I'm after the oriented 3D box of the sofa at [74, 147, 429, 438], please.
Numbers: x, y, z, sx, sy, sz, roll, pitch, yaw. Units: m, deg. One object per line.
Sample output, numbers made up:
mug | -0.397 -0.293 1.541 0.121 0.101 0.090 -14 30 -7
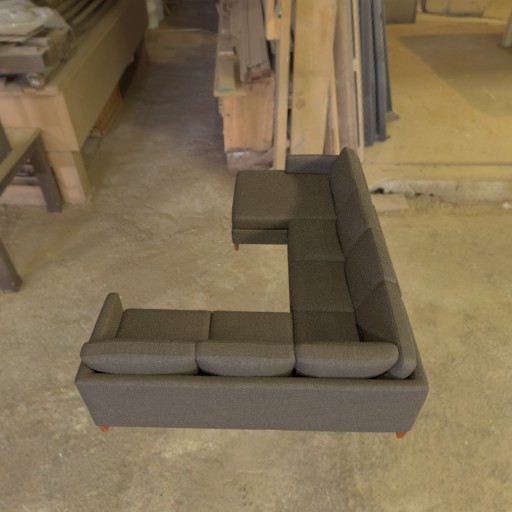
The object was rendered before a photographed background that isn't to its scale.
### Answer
sofa | 0.000 0.000 4.614 2.594 0.961 3.460 1 41 1
